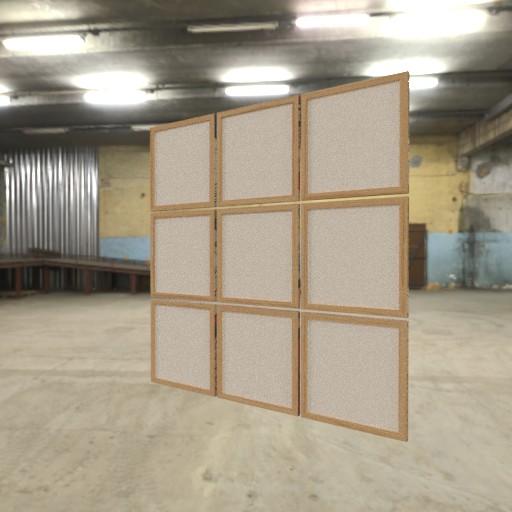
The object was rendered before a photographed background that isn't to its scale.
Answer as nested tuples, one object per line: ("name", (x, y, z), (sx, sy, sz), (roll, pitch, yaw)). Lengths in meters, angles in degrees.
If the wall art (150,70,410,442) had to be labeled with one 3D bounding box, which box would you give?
("wall art", (0.000, 0.000, 1.345), (0.904, 0.913, 0.013), (0, 1, 34))
